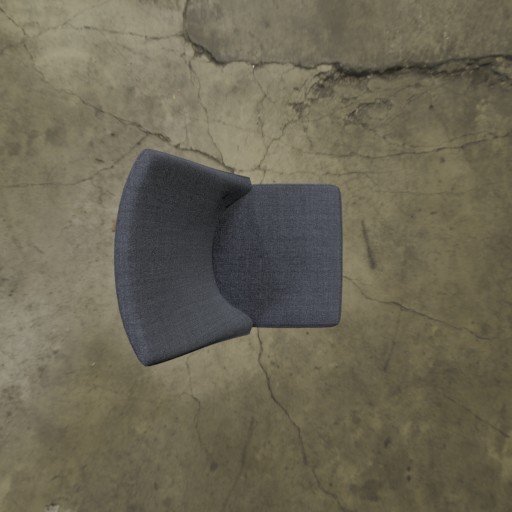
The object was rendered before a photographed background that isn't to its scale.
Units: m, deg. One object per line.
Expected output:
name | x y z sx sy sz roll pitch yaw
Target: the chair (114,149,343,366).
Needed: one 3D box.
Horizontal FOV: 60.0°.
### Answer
chair | 0.000 0.000 1.373 0.577 1.050 0.510 0 90 -2
